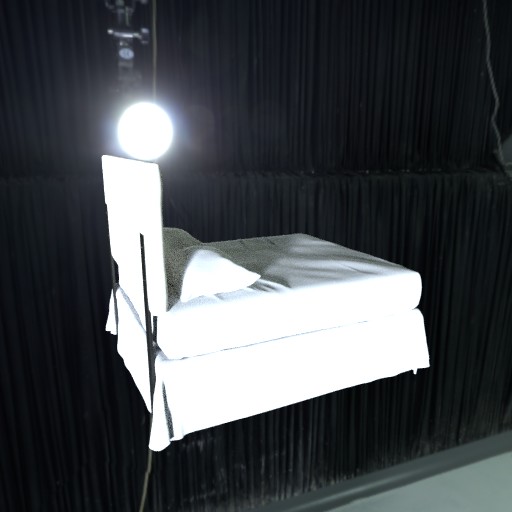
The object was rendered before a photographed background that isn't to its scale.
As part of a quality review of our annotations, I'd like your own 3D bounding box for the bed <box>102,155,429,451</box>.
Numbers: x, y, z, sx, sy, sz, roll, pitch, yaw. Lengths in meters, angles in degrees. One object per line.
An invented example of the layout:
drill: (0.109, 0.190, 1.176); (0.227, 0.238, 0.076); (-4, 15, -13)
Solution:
bed: (0.000, 0.000, 3.574); (2.222, 1.577, 1.936); (-7, 16, -25)
